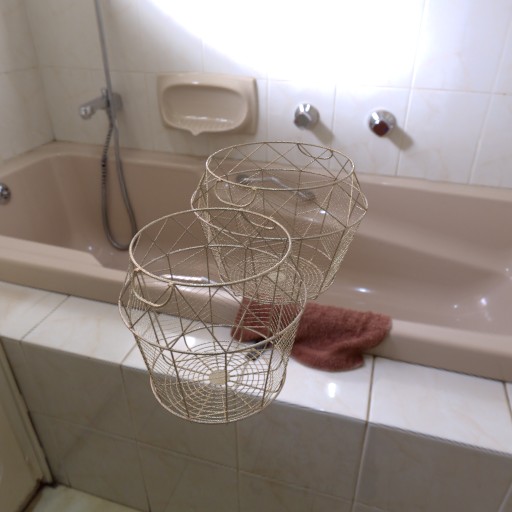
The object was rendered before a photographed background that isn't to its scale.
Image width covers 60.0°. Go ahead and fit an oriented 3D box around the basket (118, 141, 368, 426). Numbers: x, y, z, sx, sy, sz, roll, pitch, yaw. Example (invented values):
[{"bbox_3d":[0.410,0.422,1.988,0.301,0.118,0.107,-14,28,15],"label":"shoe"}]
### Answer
[{"bbox_3d":[0.000,0.000,1.035,0.451,0.343,0.805,10,32,17],"label":"basket"}]
